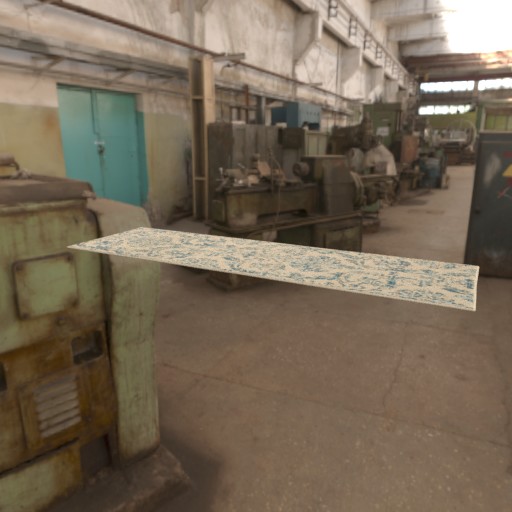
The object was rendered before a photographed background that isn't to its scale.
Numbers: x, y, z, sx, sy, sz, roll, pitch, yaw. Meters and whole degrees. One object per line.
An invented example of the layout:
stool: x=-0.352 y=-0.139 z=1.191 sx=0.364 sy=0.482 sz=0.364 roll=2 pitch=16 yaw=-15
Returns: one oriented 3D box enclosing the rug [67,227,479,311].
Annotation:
rug: x=0.000 y=0.000 z=2.438 sx=2.196 sy=0.011 sz=0.662 roll=8 pitch=17 yaw=26
